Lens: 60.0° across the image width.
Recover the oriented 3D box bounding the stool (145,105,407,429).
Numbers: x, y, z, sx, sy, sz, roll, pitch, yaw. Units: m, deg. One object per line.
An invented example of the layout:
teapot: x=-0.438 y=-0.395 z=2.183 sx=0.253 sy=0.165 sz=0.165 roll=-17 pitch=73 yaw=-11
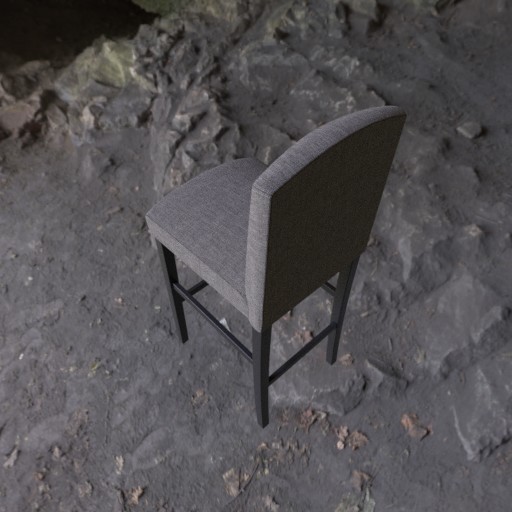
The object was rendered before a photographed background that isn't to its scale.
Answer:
stool: x=0.000 y=0.000 z=1.425 sx=0.451 sy=1.138 sz=0.552 roll=-34 pitch=55 yaw=-28
